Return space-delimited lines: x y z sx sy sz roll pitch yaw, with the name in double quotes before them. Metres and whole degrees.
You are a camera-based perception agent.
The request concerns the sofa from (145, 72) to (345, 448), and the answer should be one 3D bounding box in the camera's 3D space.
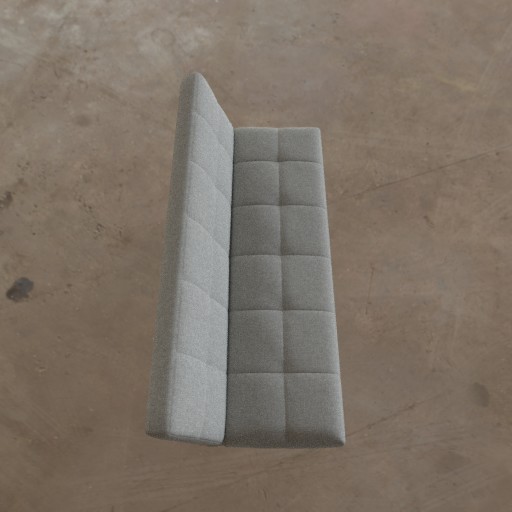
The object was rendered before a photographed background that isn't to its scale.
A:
"sofa" 0.000 0.000 2.295 0.800 0.800 1.820 0 64 0
